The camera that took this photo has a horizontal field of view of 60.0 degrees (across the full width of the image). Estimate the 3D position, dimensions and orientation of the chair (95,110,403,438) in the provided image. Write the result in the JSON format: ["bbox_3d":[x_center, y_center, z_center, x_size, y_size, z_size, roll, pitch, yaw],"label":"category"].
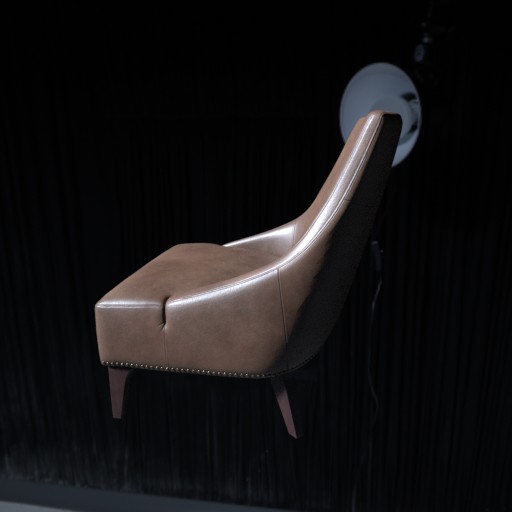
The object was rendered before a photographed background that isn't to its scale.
[{"bbox_3d":[0.000,0.000,1.493,0.861,0.909,0.701,3,16,10],"label":"chair"}]
